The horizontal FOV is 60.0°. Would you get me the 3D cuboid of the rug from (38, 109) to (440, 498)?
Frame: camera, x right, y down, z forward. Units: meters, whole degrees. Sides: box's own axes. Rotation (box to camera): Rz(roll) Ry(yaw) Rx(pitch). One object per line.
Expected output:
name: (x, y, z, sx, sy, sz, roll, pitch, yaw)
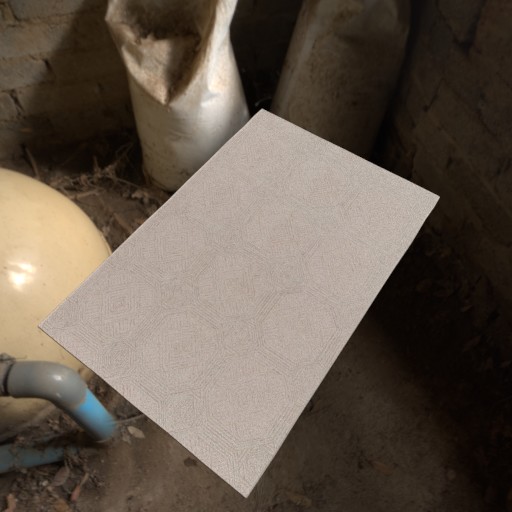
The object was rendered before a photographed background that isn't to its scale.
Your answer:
rug: (0.000, 0.000, 2.294, 1.236, 0.009, 1.839, 32, 64, 17)
